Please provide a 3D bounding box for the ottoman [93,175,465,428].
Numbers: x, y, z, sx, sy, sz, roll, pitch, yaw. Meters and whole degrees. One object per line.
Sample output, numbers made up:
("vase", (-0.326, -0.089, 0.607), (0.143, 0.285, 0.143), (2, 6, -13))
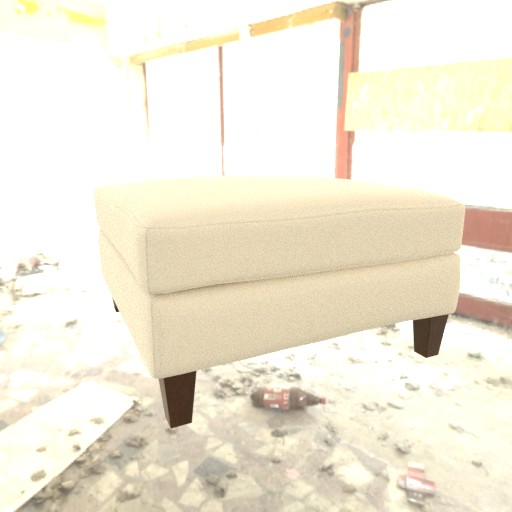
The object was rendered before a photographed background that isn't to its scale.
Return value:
("ottoman", (0.000, 0.000, 1.349), (0.838, 0.479, 0.838), (-7, 16, -25))
